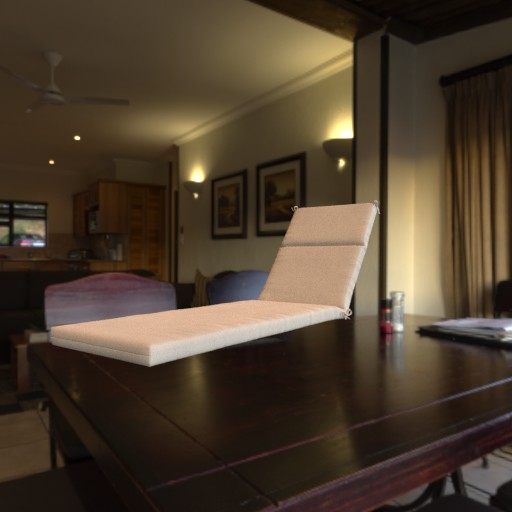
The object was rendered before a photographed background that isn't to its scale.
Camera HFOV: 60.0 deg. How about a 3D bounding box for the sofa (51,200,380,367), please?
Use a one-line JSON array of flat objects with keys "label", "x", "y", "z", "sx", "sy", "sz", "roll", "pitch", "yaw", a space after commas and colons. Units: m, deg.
[{"label": "sofa", "x": 0.000, "y": 0.000, "z": 2.008, "sx": 0.582, "sy": 0.622, "sz": 1.663, "roll": 0, "pitch": 0, "yaw": 36}]
